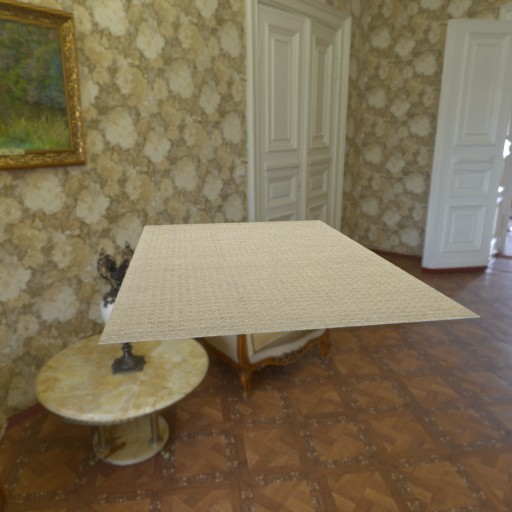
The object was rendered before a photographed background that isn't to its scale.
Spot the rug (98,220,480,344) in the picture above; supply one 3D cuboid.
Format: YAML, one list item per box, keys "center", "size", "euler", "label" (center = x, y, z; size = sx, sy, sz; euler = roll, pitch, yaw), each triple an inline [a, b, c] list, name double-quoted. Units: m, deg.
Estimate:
- center: [0.000, 0.000, 3.621]
  size: [1.981, 0.006, 2.895]
  euler: [-2, 15, -9]
  label: "rug"
